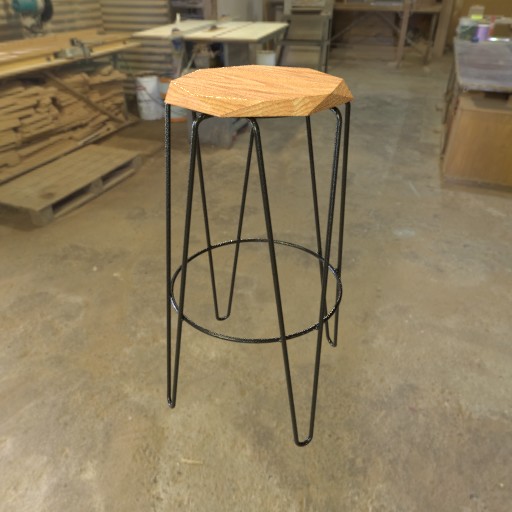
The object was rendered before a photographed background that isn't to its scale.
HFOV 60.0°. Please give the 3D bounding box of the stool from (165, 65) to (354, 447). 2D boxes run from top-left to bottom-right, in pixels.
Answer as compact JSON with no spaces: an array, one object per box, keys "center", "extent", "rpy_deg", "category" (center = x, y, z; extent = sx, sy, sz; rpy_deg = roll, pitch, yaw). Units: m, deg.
[{"center":[0.000,0.000,0.812],"extent":[0.326,0.610,0.326],"rpy_deg":[11,34,16],"category":"stool"}]
